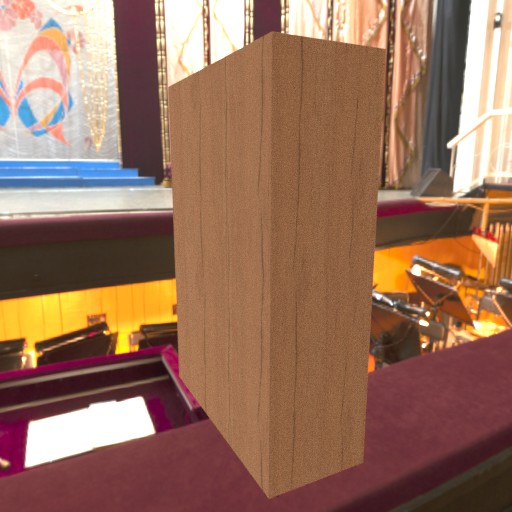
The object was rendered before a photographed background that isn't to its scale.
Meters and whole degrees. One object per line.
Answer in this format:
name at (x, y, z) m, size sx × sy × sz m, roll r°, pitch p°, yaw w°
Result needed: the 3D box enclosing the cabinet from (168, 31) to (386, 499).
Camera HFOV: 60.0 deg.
cabinet at (0.000, 0.000, 2.646) m, size 0.580 × 2.070 × 1.400 m, roll -6°, pitch 13°, yaw -27°
